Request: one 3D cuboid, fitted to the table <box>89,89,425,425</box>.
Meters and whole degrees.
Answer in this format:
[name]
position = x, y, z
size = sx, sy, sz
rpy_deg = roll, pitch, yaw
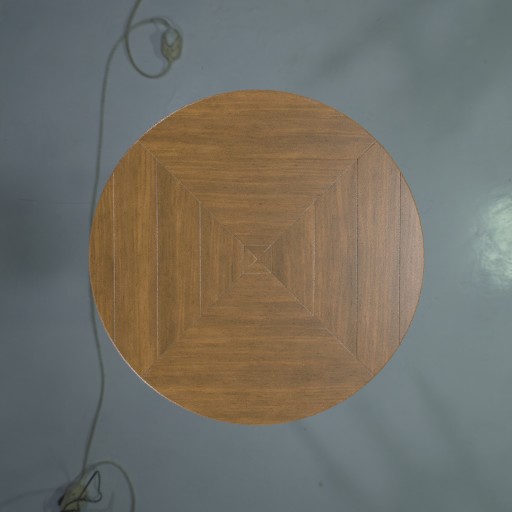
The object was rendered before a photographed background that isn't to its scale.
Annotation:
[table]
position = 0.000, 0.000, 1.757
size = 1.055, 0.757, 1.055
rpy_deg = 0, 92, -1
